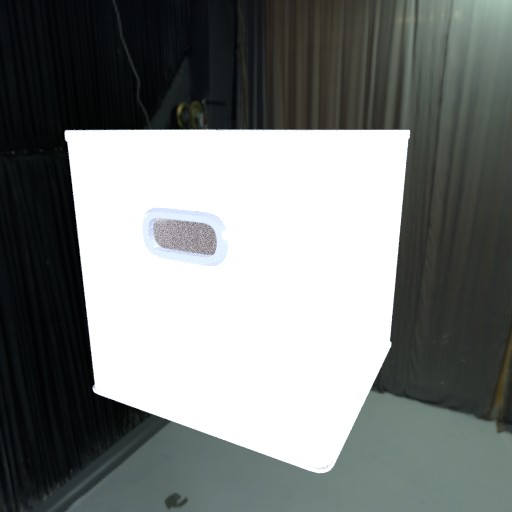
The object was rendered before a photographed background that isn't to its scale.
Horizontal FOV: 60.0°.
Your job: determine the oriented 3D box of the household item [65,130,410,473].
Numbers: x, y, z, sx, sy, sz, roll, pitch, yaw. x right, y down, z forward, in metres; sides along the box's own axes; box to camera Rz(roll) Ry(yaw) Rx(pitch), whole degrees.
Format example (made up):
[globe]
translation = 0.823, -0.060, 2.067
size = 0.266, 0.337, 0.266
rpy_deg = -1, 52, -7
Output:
[household item]
translation = 0.000, 0.000, 0.558
size = 0.305, 0.305, 0.305
rpy_deg = 8, 18, 26
